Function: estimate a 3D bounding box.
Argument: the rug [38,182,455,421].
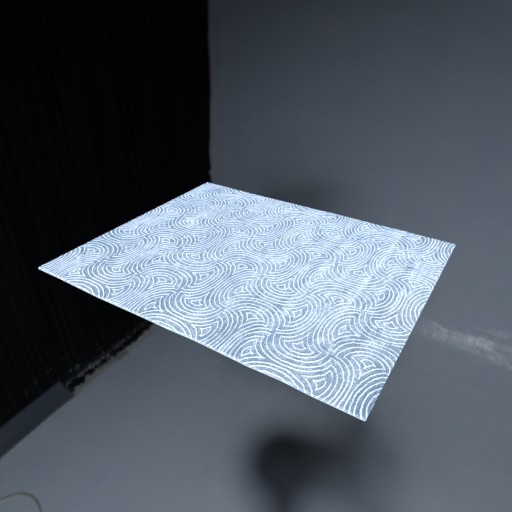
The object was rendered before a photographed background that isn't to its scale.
[{"bbox_3d":[0.000,0.000,4.124,3.042,0.021,2.456,18,35,28],"label":"rug"}]
